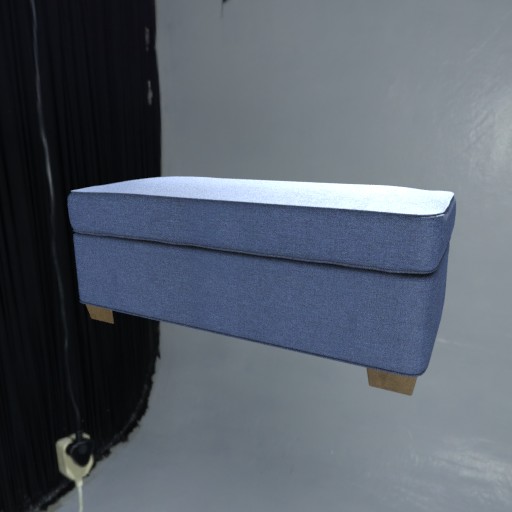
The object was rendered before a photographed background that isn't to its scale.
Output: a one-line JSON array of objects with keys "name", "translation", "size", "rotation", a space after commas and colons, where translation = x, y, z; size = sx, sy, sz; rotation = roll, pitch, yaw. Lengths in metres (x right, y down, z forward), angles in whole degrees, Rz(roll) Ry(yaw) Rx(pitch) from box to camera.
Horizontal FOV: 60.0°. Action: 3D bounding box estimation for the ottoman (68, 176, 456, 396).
[{"name": "ottoman", "translation": [0.000, 0.000, 1.401], "size": [1.110, 0.460, 0.515], "rotation": [7, 17, 26]}]
